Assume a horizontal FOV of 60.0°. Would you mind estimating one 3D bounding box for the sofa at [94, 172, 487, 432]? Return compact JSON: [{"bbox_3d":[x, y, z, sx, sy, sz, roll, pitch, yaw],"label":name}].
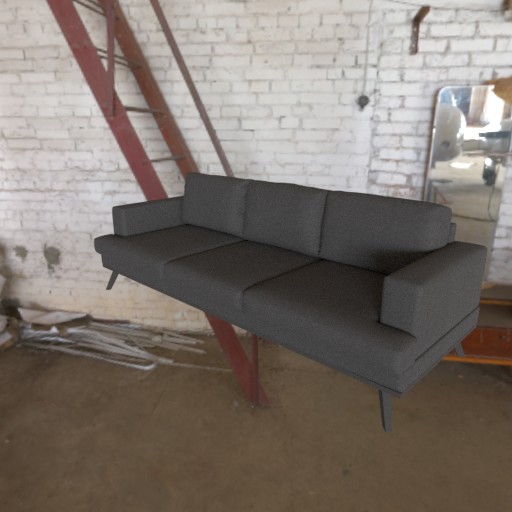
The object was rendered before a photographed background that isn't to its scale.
[{"bbox_3d":[0.000,0.000,2.664,2.310,0.810,0.920,16,23,41],"label":"sofa"}]
